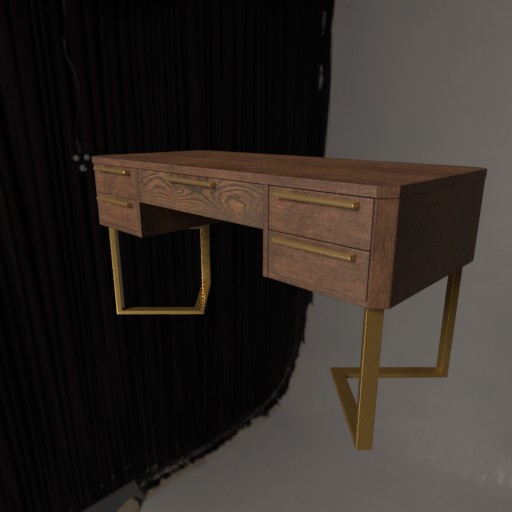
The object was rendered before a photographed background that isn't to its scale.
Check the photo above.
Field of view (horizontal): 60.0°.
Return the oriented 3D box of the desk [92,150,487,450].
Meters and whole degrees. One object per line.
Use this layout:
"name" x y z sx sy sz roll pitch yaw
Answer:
"desk" 0.000 0.000 1.815 1.479 0.762 0.684 16 23 42
